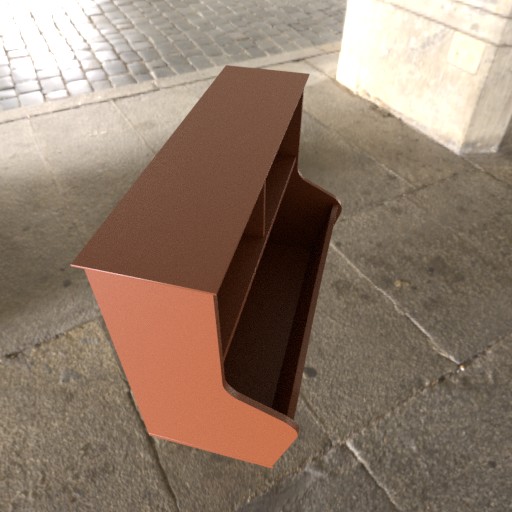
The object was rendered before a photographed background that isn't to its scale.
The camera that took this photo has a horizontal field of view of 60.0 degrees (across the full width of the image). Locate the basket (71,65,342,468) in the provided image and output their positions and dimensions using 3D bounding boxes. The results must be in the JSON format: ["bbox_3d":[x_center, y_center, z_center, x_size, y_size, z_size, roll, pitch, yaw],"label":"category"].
[{"bbox_3d":[0.000,0.000,1.130,0.376,0.625,0.792,10,45,10],"label":"basket"}]
